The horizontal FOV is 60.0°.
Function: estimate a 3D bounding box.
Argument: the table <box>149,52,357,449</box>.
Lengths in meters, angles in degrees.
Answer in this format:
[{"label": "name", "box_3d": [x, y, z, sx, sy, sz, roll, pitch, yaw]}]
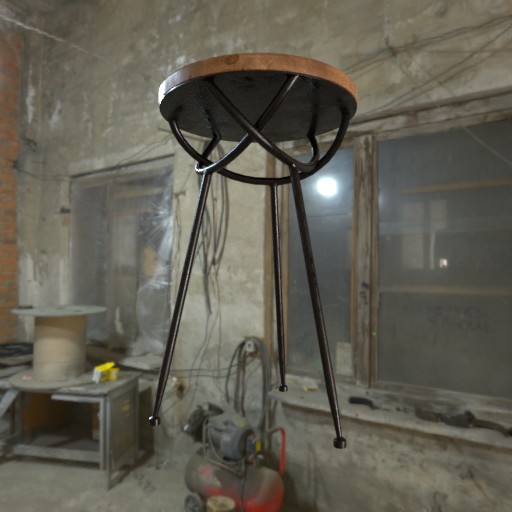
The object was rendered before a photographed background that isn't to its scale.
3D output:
[{"label": "table", "box_3d": [0.000, 0.000, 0.928, 0.418, 0.664, 0.414, 0, -2, 1]}]
